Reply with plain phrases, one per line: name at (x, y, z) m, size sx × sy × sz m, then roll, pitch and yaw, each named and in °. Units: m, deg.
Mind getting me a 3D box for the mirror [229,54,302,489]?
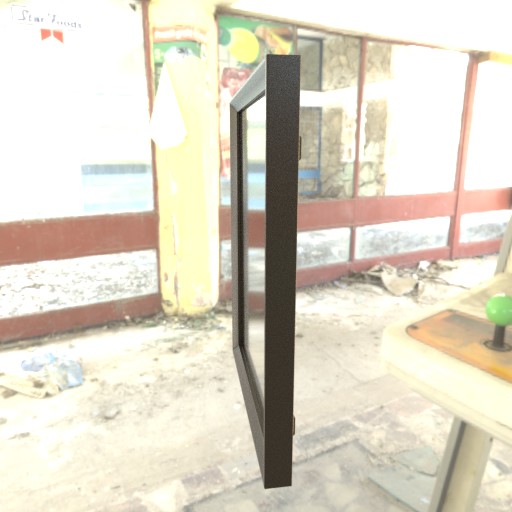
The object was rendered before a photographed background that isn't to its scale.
mirror at (0.000, 0.000, 0.699) m, size 0.041 × 0.509 × 0.406 m, roll -2°, pitch 13°, yaw -8°
